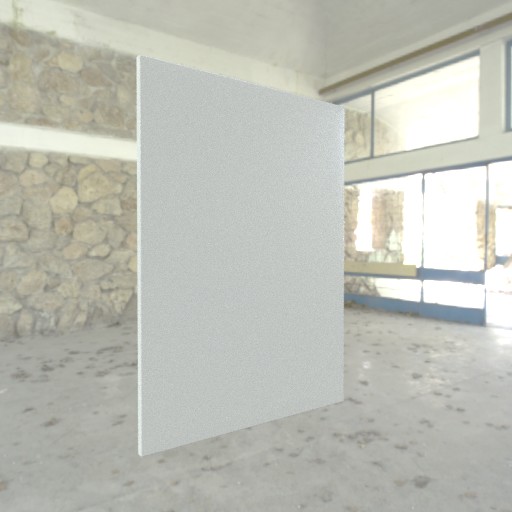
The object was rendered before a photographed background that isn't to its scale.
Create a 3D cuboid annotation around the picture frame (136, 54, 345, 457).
[{"bbox_3d":[0.000,0.000,0.699,0.381,0.534,0.012,-1,1,-35],"label":"picture frame"}]
